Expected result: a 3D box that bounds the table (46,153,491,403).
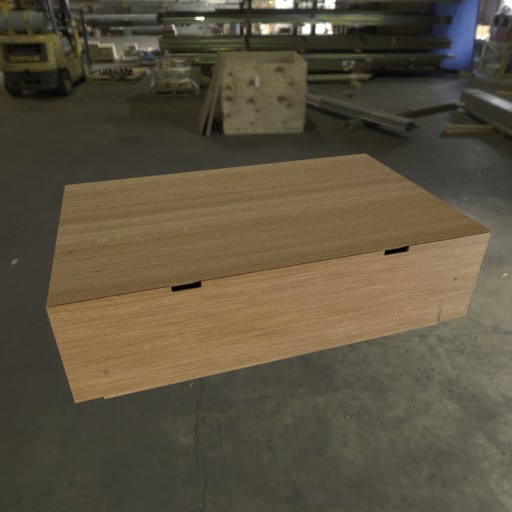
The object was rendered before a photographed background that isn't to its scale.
[{"bbox_3d":[0.000,0.000,1.413,1.110,0.353,0.678,-9,32,-15],"label":"table"}]
